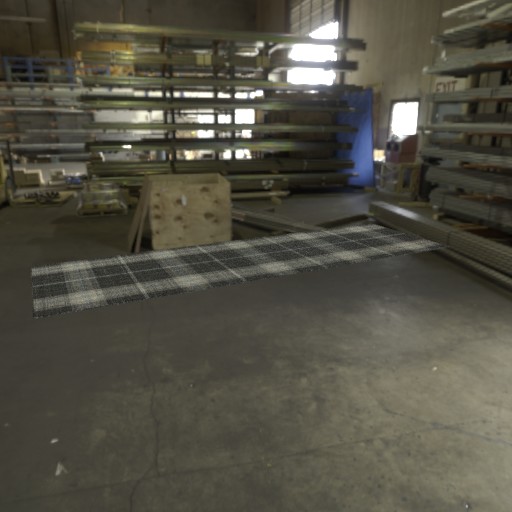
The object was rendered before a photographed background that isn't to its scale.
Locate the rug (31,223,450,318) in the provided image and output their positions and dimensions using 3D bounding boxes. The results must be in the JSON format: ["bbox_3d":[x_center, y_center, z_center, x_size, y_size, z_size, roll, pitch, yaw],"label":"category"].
[{"bbox_3d":[0.000,0.000,2.670,2.434,0.012,0.760,-8,19,-25],"label":"rug"}]
